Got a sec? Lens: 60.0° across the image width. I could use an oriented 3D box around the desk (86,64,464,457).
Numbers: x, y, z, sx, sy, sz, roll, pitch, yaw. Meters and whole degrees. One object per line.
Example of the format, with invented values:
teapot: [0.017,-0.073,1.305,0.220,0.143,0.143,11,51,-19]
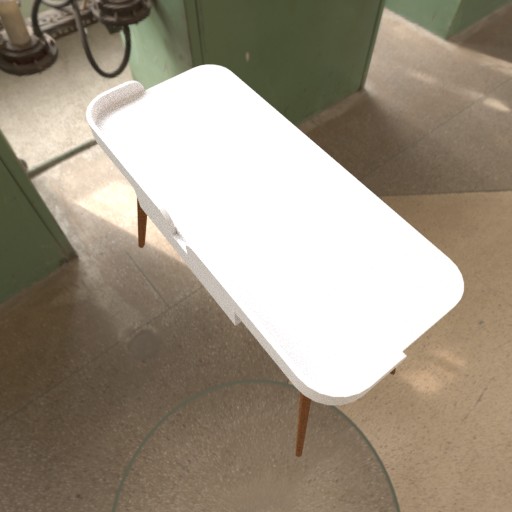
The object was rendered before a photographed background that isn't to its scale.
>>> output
desk: [0.000,0.000,1.588,0.534,0.807,1.206,-33,64,-19]
